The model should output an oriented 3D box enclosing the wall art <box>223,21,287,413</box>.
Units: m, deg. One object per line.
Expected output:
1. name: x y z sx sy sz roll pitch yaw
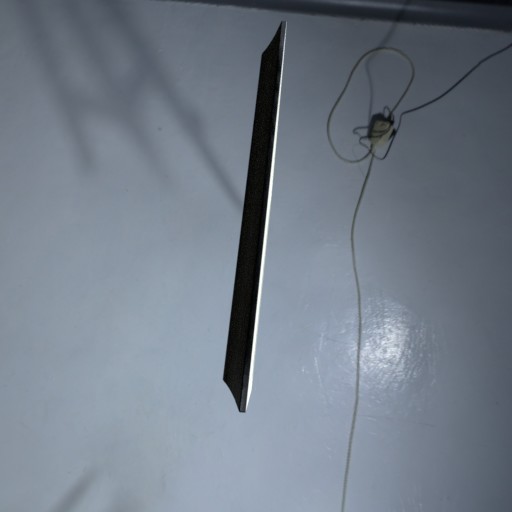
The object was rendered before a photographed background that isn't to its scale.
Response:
1. wall art: 0.000 0.000 0.626 0.023 0.457 0.381 6 75 2
